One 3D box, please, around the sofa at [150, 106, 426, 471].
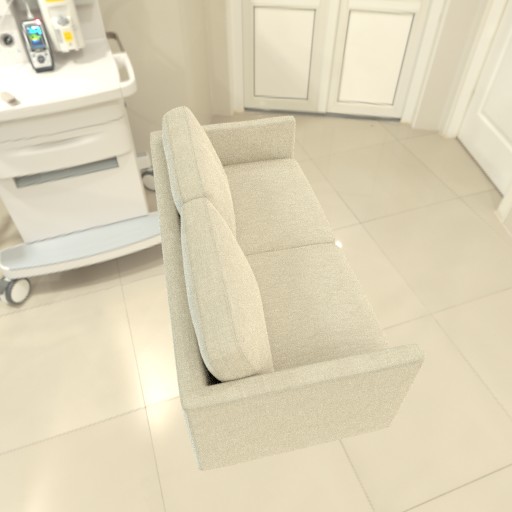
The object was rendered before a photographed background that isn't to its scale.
[{"bbox_3d":[0.000,0.000,2.384,0.950,0.963,1.838,-9,47,-9],"label":"sofa"}]
